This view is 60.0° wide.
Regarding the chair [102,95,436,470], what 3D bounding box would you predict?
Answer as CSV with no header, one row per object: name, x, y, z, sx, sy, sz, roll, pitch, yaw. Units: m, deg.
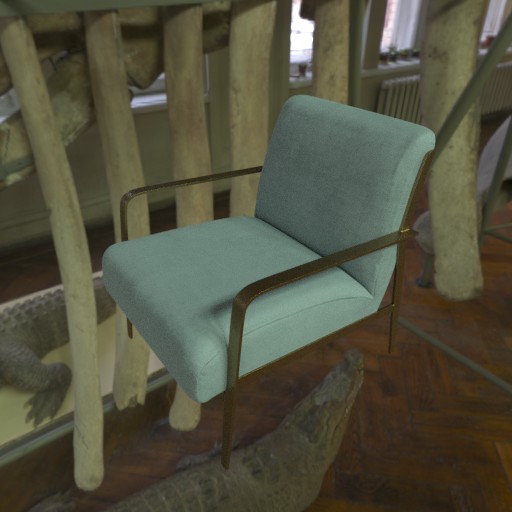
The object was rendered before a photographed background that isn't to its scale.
chair,0.000,0.000,1.440,0.842,0.824,0.701,-22,38,-30
